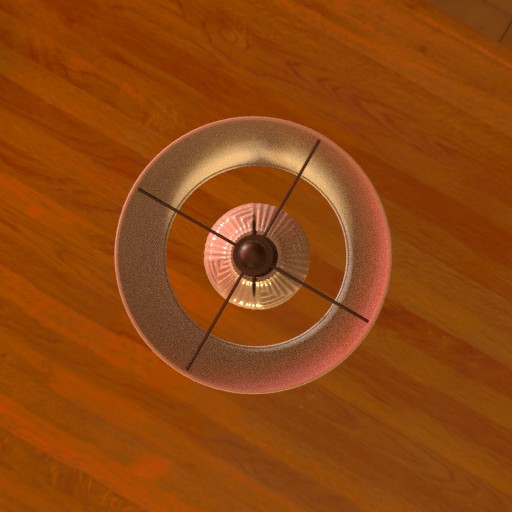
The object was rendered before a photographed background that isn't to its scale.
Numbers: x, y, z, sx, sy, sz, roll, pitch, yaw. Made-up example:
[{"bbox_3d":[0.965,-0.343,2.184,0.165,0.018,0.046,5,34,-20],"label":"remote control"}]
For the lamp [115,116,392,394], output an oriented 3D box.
[{"bbox_3d":[0.000,0.000,0.755,0.318,0.567,0.318,0,90,1],"label":"lamp"}]
